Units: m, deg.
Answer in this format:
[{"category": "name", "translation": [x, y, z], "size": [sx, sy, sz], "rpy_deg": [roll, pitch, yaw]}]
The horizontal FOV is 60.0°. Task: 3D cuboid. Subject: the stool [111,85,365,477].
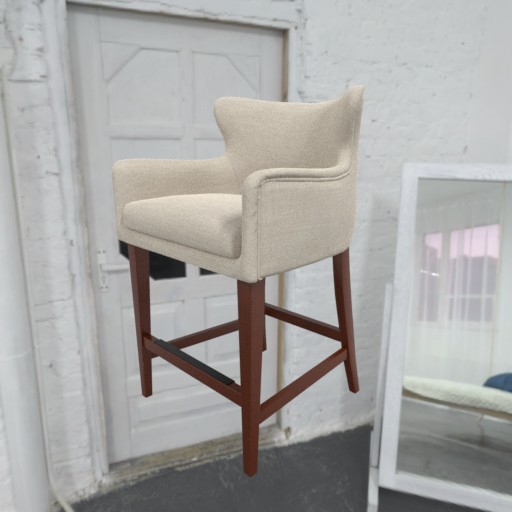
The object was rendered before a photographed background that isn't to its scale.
[{"category": "stool", "translation": [0.000, 0.000, 1.394], "size": [0.637, 0.987, 0.615], "rpy_deg": [-15, 21, -43]}]
